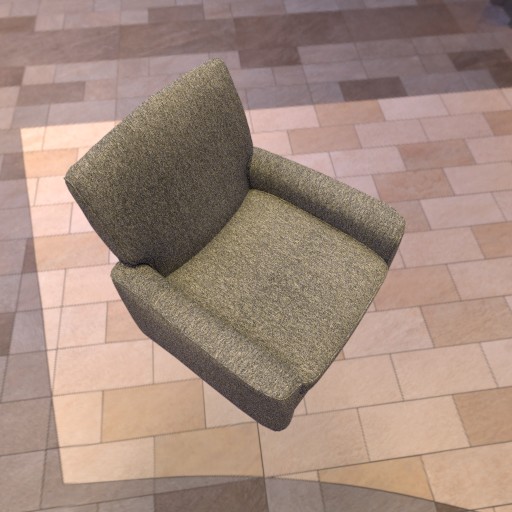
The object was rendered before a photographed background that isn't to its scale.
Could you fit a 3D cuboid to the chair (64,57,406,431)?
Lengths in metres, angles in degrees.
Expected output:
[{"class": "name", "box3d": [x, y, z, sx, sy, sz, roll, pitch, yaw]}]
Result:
[{"class": "chair", "box3d": [0.000, 0.000, 1.627, 0.864, 1.014, 0.848, 32, 64, 18]}]
